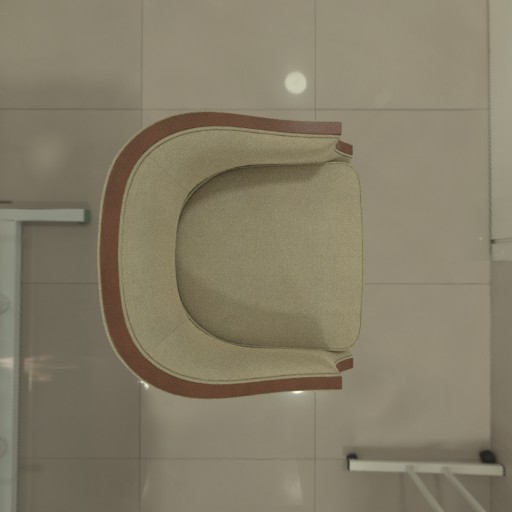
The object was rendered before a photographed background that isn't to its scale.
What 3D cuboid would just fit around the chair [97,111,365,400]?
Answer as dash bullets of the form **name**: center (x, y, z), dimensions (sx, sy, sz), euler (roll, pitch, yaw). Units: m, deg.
- **chair**: center (0.000, 0.000, 1.446), dimensions (0.735, 0.876, 0.803), euler (0, 89, 0)
